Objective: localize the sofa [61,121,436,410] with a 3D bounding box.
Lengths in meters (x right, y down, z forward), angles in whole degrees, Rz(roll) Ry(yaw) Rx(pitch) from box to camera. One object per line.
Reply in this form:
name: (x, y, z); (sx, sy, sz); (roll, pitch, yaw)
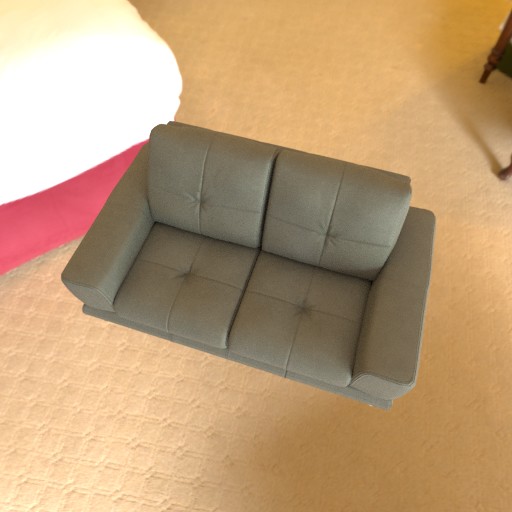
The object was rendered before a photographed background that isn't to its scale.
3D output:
sofa: (0.000, 0.000, 2.388); (1.806, 0.907, 1.018); (16, 60, 9)
